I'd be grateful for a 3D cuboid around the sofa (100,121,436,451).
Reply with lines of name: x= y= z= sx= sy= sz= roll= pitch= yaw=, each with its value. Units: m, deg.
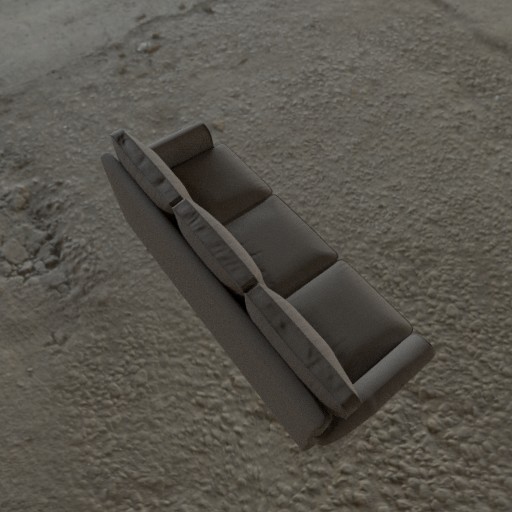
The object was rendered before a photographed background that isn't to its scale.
sofa: x=0.000 y=0.000 z=2.894 sx=0.966 sy=0.948 sz=2.353 roll=-33 pitch=64 yaw=-19
